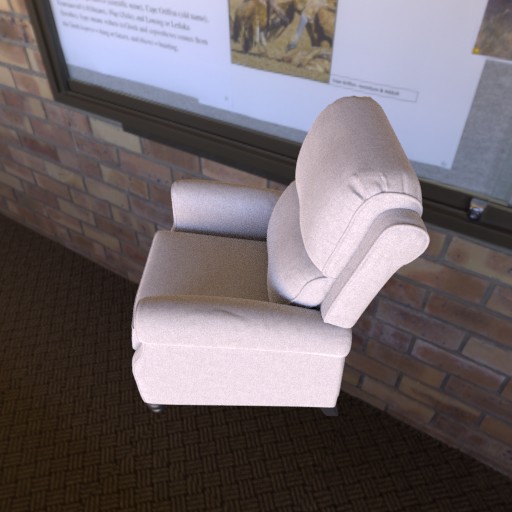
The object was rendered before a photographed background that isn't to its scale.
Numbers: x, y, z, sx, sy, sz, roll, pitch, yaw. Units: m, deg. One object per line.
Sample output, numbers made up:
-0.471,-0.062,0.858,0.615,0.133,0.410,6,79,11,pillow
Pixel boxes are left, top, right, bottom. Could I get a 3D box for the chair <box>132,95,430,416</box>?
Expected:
0.000,0.000,1.699,0.919,1.046,0.859,1,41,1,chair
